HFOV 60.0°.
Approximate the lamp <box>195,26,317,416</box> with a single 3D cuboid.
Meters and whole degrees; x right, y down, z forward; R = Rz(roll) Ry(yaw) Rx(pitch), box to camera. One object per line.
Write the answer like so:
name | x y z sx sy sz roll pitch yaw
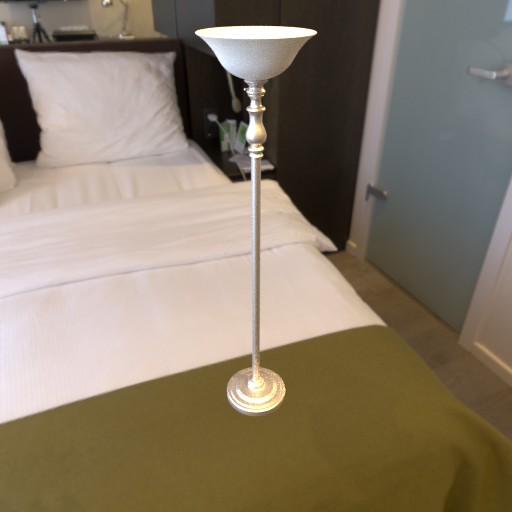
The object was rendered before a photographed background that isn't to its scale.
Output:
lamp | 0.000 0.000 1.953 0.405 1.771 0.405 21 38 30
